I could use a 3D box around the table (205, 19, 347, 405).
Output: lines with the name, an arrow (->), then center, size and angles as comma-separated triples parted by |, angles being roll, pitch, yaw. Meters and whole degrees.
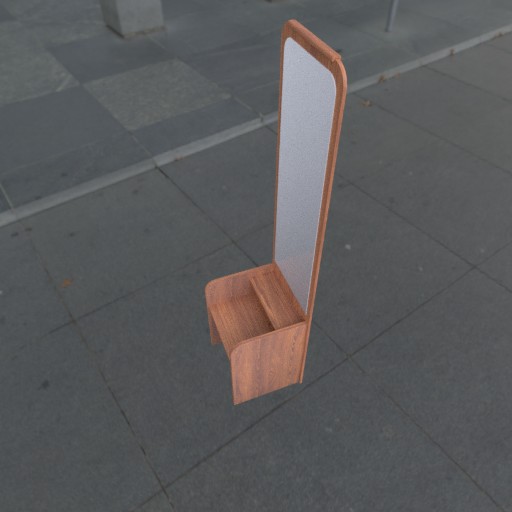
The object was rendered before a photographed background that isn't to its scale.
table -> 0.000, 0.000, 1.990 | 0.420, 1.830, 0.450 | -16, 48, -14
